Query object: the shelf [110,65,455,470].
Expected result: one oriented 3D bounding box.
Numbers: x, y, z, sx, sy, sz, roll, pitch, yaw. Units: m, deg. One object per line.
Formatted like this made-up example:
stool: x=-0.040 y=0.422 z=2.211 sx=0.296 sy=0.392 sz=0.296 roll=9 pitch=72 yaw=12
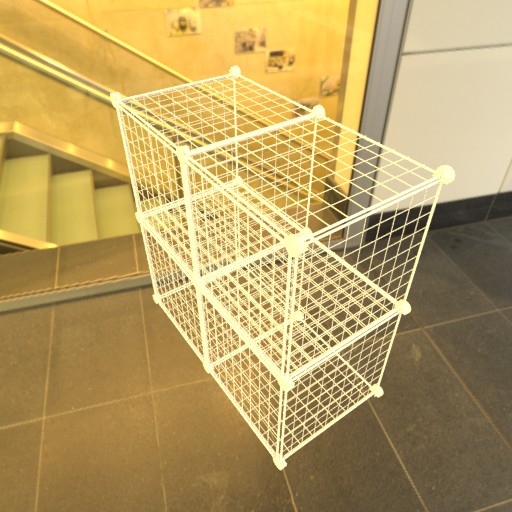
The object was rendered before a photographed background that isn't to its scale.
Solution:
shelf: x=0.000 y=0.000 z=1.145 sx=0.356 sy=0.711 sz=0.711 roll=-25 pitch=46 yaw=-26
